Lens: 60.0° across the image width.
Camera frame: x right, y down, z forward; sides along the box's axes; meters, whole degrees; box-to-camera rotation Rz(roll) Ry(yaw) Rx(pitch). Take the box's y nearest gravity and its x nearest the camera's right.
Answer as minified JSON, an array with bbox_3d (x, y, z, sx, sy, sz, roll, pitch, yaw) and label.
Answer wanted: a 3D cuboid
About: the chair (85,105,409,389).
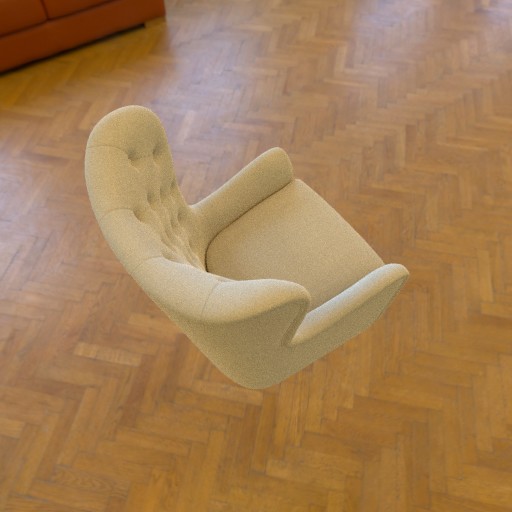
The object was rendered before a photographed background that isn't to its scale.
[{"bbox_3d":[0.000,0.000,1.700,0.929,1.079,0.831,-31,63,-18],"label":"chair"}]
